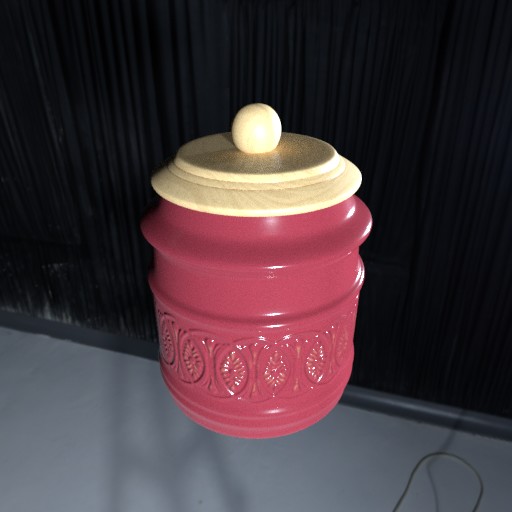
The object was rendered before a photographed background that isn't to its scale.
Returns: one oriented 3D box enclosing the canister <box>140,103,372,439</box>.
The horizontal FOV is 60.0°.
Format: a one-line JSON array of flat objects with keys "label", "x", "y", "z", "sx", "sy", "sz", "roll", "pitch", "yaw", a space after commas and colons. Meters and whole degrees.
[{"label": "canister", "x": 0.000, "y": 0.000, "z": 0.268, "sx": 0.130, "sy": 0.176, "sz": 0.130, "roll": 0, "pitch": 29, "yaw": 0}]
